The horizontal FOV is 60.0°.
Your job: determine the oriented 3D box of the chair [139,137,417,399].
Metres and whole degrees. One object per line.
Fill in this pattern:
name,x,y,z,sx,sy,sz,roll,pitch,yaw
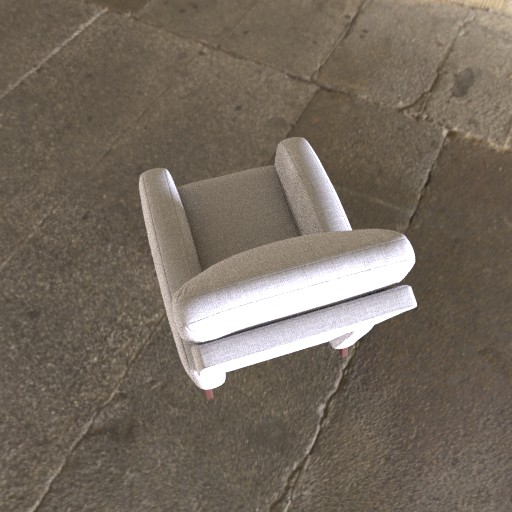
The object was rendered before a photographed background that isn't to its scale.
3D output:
chair,0.000,0.000,1.703,0.762,0.990,0.990,-15,61,-9
